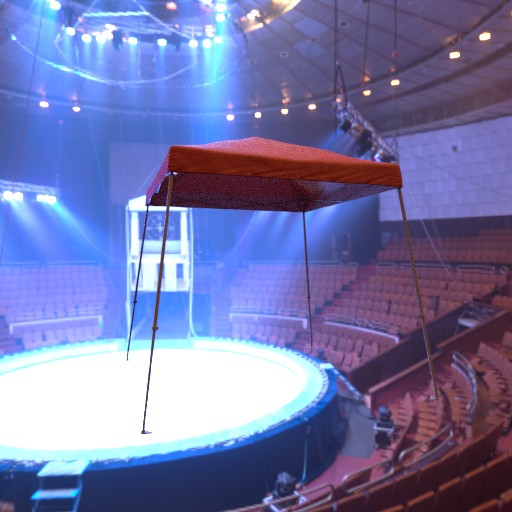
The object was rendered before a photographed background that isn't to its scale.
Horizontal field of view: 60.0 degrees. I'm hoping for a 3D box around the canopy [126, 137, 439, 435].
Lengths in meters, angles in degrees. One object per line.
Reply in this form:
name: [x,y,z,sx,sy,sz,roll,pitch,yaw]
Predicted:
canopy: [0.000,0.000,6.665,3.599,3.600,3.600,0,-1,-19]
